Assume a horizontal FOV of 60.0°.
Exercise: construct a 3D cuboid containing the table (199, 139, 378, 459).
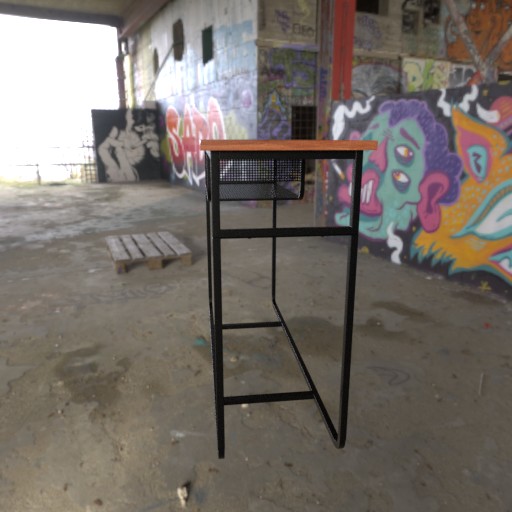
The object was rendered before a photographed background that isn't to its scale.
[{"bbox_3d":[0.000,0.000,1.480,0.350,0.750,1.100,-2,15,-7],"label":"table"}]
